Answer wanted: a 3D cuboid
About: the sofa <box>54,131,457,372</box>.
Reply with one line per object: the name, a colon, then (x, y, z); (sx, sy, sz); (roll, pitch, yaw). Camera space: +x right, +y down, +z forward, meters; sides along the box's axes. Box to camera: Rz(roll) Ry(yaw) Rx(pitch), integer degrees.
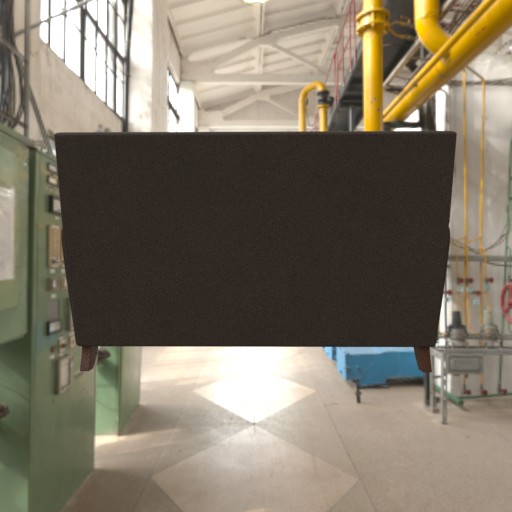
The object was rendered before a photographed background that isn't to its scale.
sofa: (0.000, 0.000, 1.905); (1.420, 0.846, 0.871); (0, -1, 1)
